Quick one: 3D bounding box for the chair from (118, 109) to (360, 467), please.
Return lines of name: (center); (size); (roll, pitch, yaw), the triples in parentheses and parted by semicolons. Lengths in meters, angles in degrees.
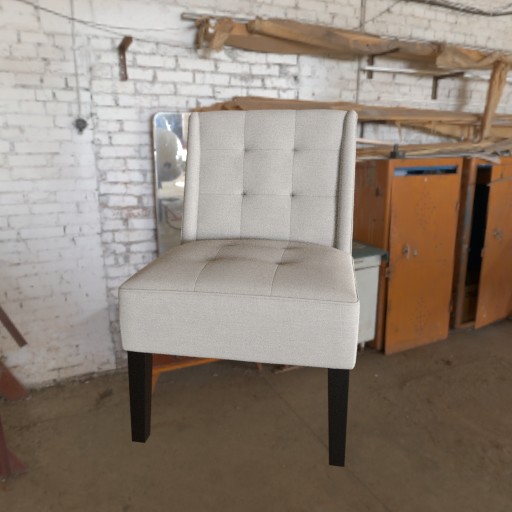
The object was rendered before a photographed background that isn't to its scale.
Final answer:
chair: (0.000, 0.000, 1.300); (0.569, 0.853, 0.676); (3, 15, 10)
